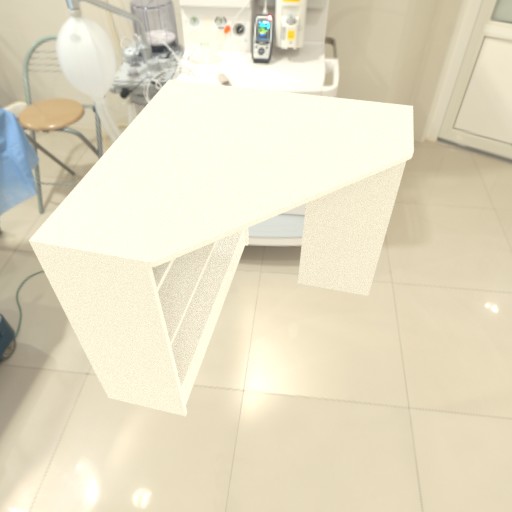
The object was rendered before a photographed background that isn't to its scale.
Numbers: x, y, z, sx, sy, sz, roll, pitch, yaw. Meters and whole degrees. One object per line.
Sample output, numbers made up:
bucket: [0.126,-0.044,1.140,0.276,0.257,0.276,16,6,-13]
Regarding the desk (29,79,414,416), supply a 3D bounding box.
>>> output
desk: [0.000,0.000,1.627,0.926,0.818,0.940,10,46,9]
